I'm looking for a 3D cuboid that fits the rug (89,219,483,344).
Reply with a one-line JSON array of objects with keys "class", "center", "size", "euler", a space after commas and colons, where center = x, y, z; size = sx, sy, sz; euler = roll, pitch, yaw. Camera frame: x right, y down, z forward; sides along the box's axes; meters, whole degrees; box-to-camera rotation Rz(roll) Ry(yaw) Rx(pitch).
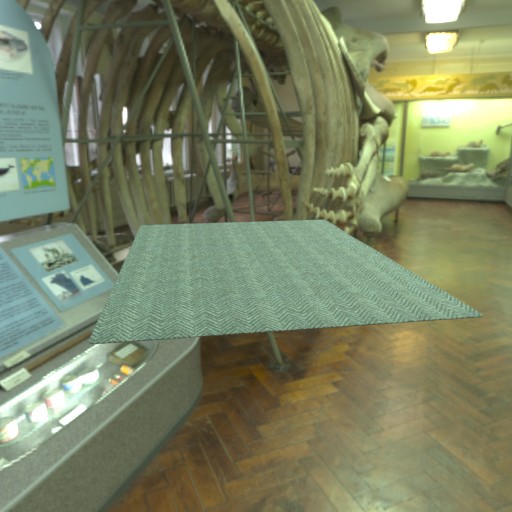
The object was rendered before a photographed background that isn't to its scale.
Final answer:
[{"class": "rug", "center": [0.000, 0.000, 5.029], "size": [2.894, 0.011, 3.957], "euler": [-2, 16, -9]}]
